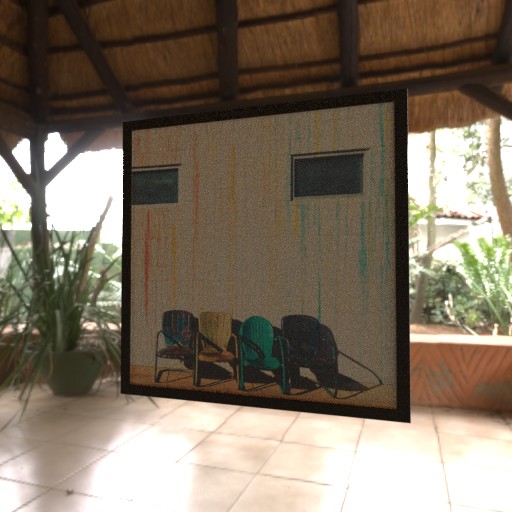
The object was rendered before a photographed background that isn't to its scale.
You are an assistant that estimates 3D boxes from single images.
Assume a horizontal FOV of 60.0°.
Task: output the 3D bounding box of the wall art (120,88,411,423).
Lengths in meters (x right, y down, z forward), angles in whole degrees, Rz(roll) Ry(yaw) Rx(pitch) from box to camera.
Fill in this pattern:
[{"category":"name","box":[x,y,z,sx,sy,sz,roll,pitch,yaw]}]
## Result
[{"category":"wall art","box":[0.000,0.000,0.466,0.304,0.304,0.038,-1,-2,18]}]
